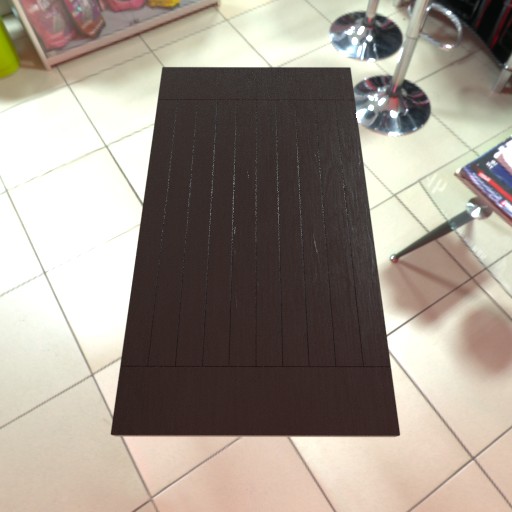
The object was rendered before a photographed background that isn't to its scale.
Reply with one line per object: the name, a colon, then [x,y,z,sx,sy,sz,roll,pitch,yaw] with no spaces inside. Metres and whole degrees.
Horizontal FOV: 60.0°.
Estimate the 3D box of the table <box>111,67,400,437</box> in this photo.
table: [0.000,0.000,1.353,0.600,0.494,1.062,0,63,0]
